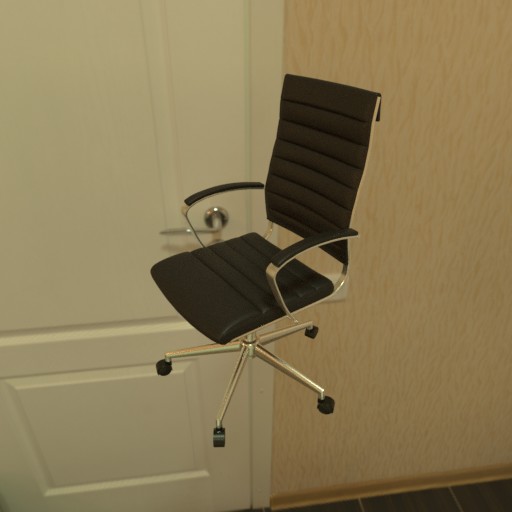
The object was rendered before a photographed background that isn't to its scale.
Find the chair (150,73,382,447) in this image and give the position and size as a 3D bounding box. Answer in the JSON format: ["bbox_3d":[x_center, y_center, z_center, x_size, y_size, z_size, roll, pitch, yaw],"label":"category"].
[{"bbox_3d":[0.000,0.000,1.639,0.739,1.149,0.766,-21,37,-31],"label":"chair"}]
